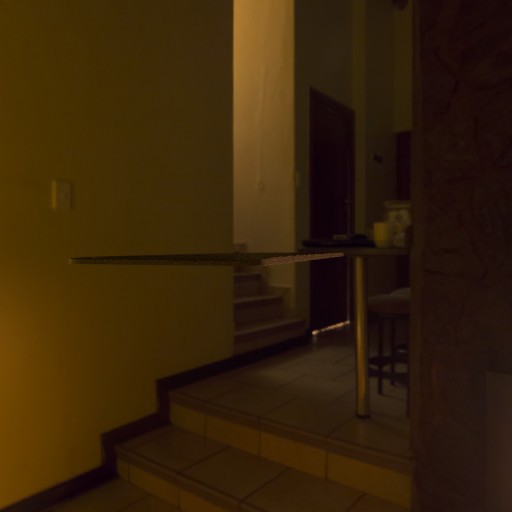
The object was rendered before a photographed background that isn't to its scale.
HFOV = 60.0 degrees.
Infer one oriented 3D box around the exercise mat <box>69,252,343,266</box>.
[{"bbox_3d":[0.000,0.000,2.089,0.616,0.021,1.869,0,1,18],"label":"exercise mat"}]
